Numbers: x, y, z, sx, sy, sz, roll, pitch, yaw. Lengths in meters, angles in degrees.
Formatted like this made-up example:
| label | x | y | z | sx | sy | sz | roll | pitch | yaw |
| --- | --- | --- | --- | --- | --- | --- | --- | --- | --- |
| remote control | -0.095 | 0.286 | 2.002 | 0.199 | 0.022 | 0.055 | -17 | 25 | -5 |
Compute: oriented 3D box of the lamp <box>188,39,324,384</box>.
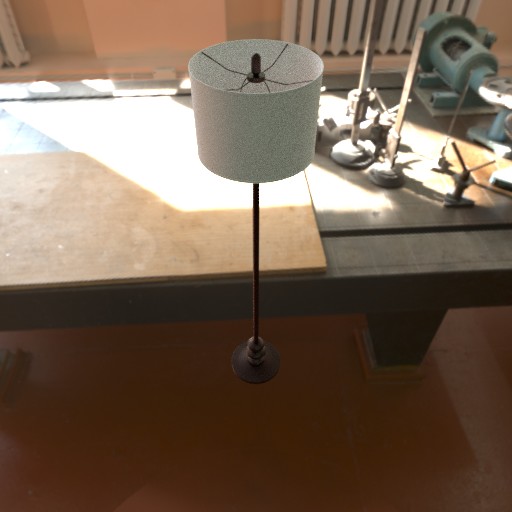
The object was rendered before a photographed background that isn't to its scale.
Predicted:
| label | x | y | z | sx | sy | sz | roll | pitch | yaw |
| --- | --- | --- | --- | --- | --- | --- | --- | --- | --- |
| lamp | 0.000 | 0.000 | 1.676 | 0.356 | 1.487 | 0.356 | 23 | 49 | 21 |
